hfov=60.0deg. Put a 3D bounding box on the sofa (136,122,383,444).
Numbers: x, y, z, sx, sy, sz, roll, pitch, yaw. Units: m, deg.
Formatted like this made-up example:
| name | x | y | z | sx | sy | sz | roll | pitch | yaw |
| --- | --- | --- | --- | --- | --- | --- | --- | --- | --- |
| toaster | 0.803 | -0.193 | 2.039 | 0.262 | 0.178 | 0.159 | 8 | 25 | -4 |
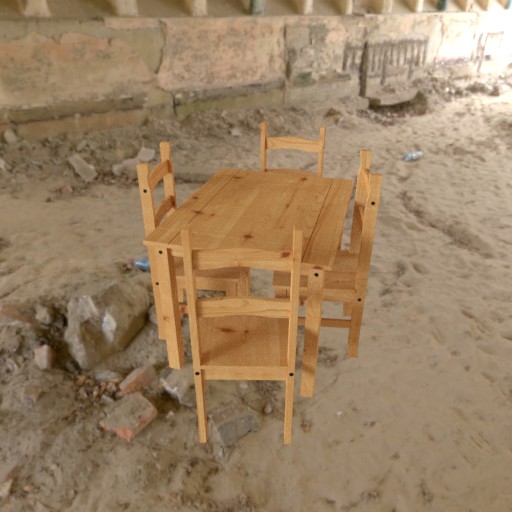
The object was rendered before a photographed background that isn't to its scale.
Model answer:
| name | x | y | z | sx | sy | sz | roll | pitch | yaw |
| --- | --- | --- | --- | --- | --- | --- | --- | --- | --- |
| sofa | 0.000 | 0.000 | 2.270 | 1.144 | 1.000 | 1.529 | 8 | 30 | 14 |
